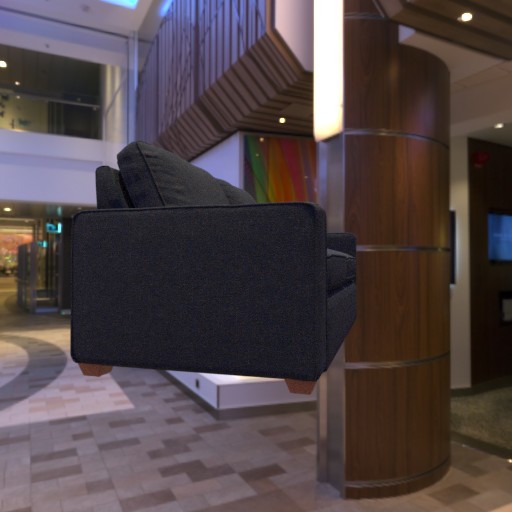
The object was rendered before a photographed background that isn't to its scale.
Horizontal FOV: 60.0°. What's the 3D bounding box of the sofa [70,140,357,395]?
[{"bbox_3d":[0.000,0.000,2.306,0.947,0.918,1.709,0,-1,17],"label":"sofa"}]
